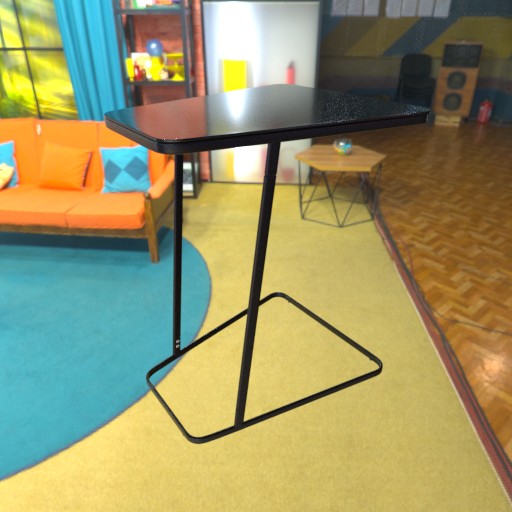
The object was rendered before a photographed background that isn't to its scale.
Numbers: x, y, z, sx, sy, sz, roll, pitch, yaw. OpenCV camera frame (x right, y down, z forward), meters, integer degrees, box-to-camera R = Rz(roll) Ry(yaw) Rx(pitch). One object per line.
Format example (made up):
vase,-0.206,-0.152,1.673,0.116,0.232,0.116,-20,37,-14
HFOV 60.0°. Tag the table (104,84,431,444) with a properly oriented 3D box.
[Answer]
table,0.000,0.000,0.964,0.500,0.624,0.427,-20,34,-32
